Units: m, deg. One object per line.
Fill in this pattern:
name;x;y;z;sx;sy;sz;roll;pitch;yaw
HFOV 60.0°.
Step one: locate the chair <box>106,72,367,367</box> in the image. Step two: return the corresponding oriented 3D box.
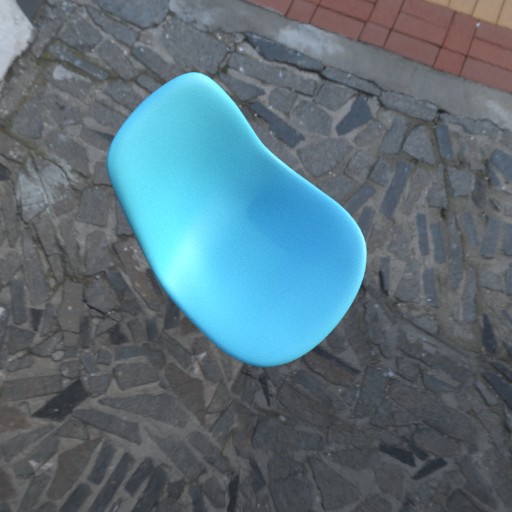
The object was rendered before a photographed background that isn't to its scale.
chair;0.000;0.000;1.138;0.531;0.826;0.470;39;79;9
